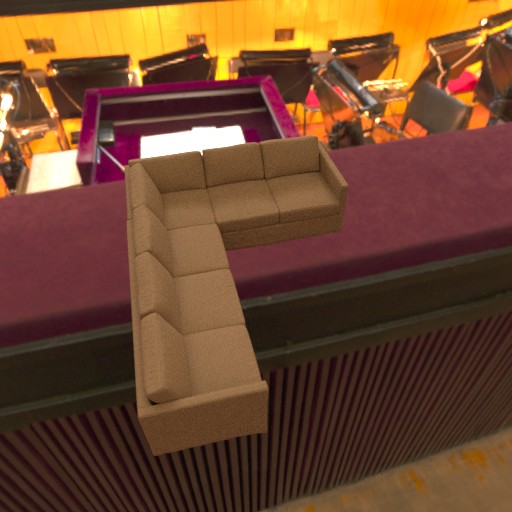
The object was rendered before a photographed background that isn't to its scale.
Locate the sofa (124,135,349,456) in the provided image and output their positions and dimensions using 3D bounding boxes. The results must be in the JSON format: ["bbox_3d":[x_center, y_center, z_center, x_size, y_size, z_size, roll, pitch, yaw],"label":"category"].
[{"bbox_3d":[0.000,0.000,4.474,2.432,0.871,3.182,-10,46,-10],"label":"sofa"}]
